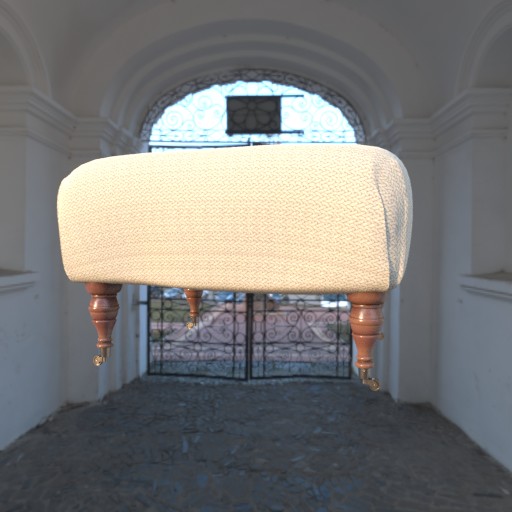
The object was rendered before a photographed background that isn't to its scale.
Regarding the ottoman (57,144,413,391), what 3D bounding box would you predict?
[{"bbox_3d":[0.000,0.000,1.048,0.684,0.447,0.622,0,1,17],"label":"ottoman"}]
